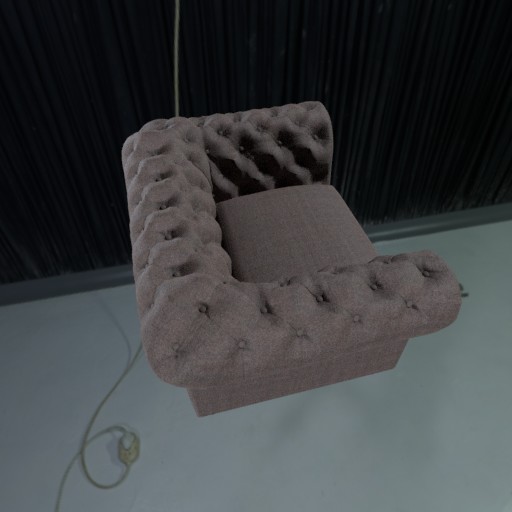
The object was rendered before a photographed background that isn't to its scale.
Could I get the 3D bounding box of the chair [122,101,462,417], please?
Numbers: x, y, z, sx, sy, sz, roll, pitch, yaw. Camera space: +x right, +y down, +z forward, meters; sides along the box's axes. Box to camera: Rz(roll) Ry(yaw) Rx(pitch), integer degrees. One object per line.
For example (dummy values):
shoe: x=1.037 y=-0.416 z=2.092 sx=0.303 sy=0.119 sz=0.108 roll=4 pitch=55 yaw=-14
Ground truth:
chair: x=0.000 y=0.000 z=1.853 sx=0.945 sy=0.780 sz=1.298 roll=-11 pitch=47 yaw=-10
